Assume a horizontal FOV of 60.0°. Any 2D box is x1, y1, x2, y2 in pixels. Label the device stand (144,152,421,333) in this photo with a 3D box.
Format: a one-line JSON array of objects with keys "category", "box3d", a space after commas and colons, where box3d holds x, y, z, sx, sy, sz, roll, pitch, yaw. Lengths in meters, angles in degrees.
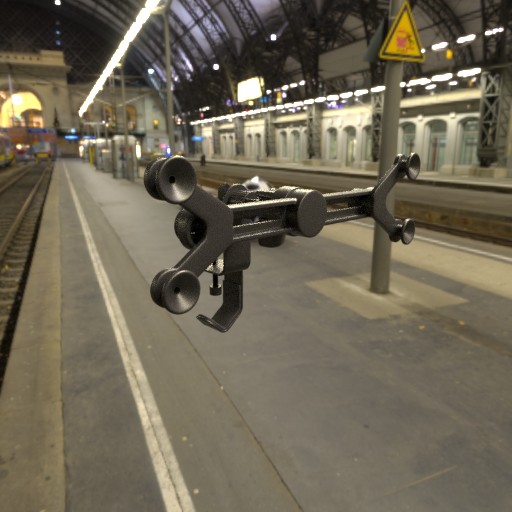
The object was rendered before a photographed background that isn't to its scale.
[{"category": "device stand", "box3d": [0.000, 0.000, 0.366, 0.270, 0.166, 0.142, -13, 19, -43]}]
